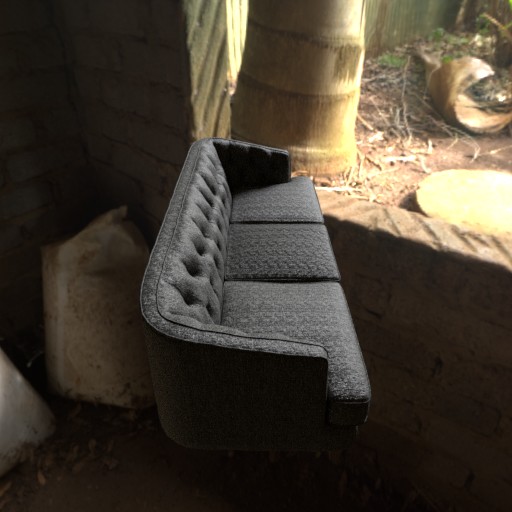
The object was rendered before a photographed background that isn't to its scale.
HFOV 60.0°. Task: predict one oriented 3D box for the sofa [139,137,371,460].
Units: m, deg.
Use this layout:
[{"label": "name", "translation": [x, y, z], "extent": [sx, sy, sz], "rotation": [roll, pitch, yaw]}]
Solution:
[{"label": "sofa", "translation": [0.000, 0.000, 2.696], "extent": [0.941, 0.855, 2.278], "rotation": [0, 33, 0]}]
